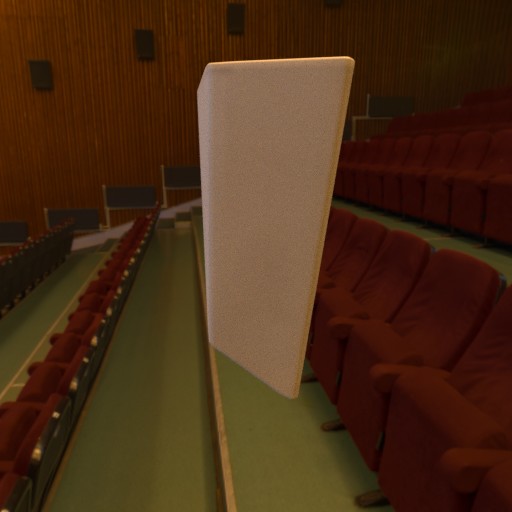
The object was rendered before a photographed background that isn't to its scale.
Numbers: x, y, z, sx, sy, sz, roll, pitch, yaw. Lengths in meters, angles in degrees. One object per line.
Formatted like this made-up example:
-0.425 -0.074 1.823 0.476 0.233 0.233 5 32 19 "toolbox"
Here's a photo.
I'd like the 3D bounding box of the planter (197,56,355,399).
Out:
0.000 0.000 0.267 0.060 0.197 0.150 -2 14 -9 "planter"
